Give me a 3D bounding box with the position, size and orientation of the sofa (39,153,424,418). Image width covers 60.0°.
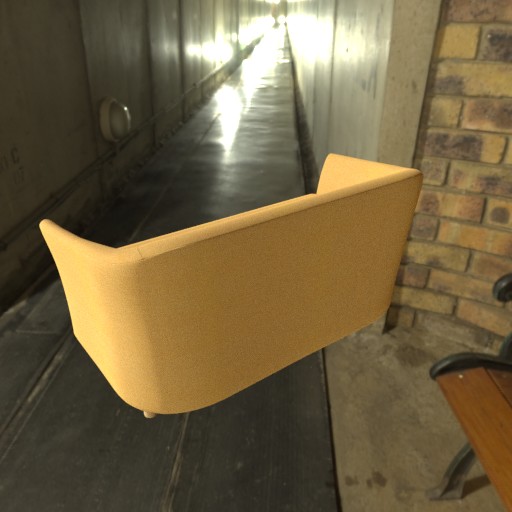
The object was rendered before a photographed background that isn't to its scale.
[{"bbox_3d":[0.000,0.000,1.831,1.452,0.721,0.705,-19,35,-29],"label":"sofa"}]
